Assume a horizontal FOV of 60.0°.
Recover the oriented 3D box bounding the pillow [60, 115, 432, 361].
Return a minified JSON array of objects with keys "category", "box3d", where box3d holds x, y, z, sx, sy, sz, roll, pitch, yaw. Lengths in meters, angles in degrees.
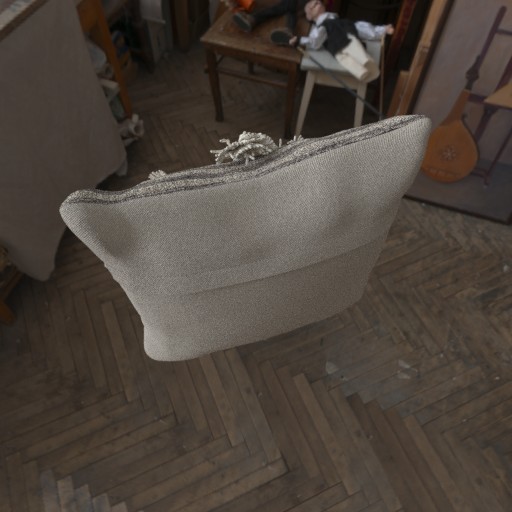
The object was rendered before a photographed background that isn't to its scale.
[{"category":"pillow","box3d":[0.000,0.000,0.754,0.484,0.490,0.234,-15,60,-9]}]
